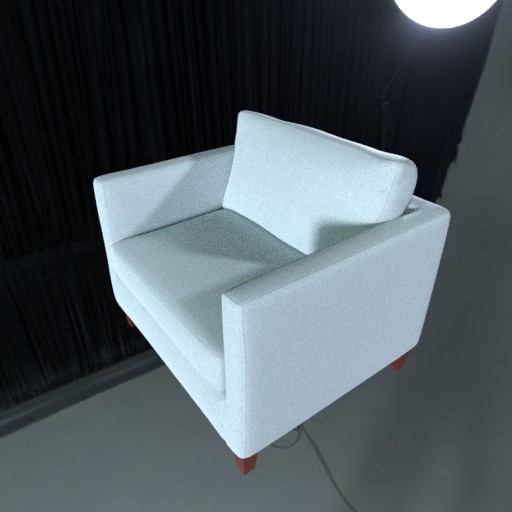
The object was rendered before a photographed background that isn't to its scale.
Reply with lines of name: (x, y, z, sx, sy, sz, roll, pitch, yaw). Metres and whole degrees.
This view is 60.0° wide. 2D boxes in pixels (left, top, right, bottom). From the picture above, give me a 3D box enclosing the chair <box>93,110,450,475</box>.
chair: (0.000, 0.000, 1.829, 0.953, 0.961, 1.107, -21, 38, -30)
